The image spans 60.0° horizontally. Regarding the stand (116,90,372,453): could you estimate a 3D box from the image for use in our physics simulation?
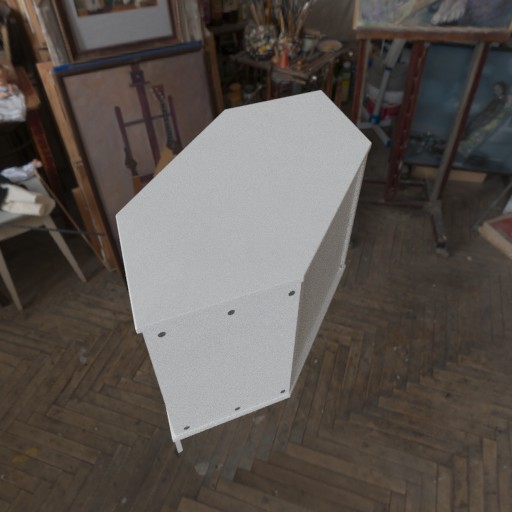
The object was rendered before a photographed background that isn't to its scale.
[{"bbox_3d":[0.000,0.000,1.382,0.477,0.614,1.072,18,48,17],"label":"stand"}]
